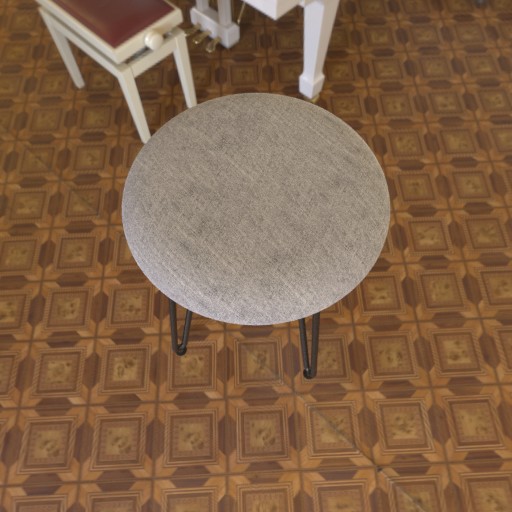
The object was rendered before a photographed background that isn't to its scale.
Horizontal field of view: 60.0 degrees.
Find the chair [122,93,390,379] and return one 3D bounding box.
[{"bbox_3d":[0.000,0.000,0.658,0.350,0.386,0.350,-32,68,-14],"label":"chair"}]
